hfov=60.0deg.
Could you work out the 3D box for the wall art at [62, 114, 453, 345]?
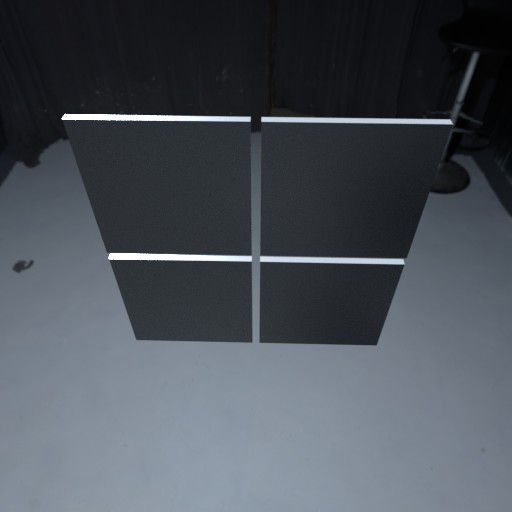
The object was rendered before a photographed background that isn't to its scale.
[{"bbox_3d":[0.000,0.000,1.674,1.118,1.118,0.029,1,45,1],"label":"wall art"}]
